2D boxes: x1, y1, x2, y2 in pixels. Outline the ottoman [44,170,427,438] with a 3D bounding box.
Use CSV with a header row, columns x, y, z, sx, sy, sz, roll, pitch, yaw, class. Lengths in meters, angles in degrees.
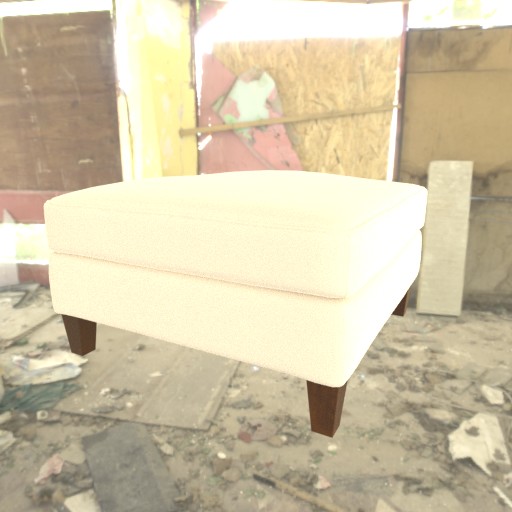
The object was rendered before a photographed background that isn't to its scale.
x,y,z,sx,sy,sz,roll,pitch,yaw,class
0.000,0.000,1.328,0.838,0.479,0.838,8,17,28,ottoman
